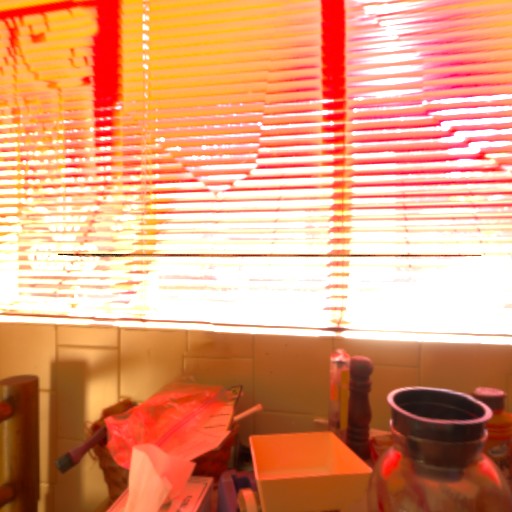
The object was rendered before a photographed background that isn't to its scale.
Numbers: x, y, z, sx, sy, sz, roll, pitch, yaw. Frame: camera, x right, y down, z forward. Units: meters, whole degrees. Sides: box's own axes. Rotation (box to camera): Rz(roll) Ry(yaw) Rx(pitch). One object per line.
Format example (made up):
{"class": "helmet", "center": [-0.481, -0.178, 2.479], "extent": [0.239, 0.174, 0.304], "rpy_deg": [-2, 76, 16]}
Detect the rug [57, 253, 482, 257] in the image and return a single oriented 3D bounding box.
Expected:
{"class": "rug", "center": [0.000, 0.000, 2.371], "extent": [1.825, 0.009, 1.221], "rpy_deg": [0, 0, -17]}
